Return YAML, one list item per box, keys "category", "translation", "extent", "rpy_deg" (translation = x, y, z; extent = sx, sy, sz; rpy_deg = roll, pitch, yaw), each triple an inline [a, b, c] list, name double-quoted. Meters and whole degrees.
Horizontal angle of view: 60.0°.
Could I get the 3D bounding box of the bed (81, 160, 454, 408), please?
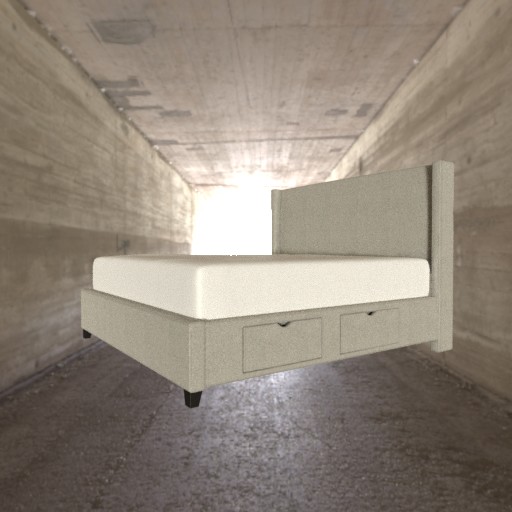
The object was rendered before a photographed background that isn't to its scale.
- category: "bed"
  translation: [0.000, 0.000, 3.678]
  extent: [2.280, 1.470, 2.140]
  rpy_deg: [-1, 2, -35]
